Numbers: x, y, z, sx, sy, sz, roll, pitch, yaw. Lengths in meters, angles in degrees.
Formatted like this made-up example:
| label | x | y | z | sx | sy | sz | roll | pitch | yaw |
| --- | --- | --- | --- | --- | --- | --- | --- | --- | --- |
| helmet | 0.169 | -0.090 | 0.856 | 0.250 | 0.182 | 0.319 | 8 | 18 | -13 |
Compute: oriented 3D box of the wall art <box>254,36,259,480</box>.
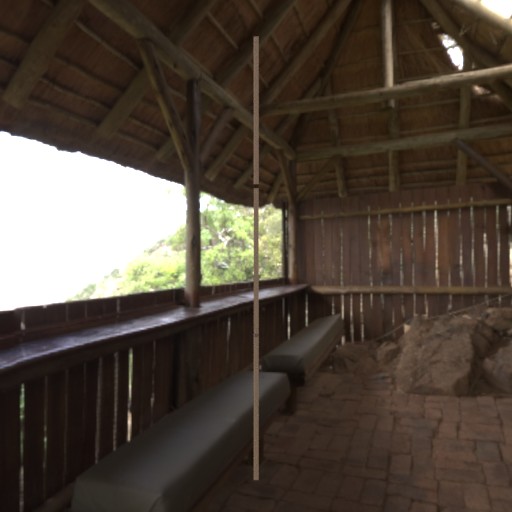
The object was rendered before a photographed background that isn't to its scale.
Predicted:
| label | x | y | z | sx | sy | sz | roll | pitch | yaw |
| --- | --- | --- | --- | --- | --- | --- | --- | --- | --- |
| wall art | 0.000 | 0.000 | 2.281 | 0.017 | 1.521 | 1.527 | 0 | 1 | 0 |
